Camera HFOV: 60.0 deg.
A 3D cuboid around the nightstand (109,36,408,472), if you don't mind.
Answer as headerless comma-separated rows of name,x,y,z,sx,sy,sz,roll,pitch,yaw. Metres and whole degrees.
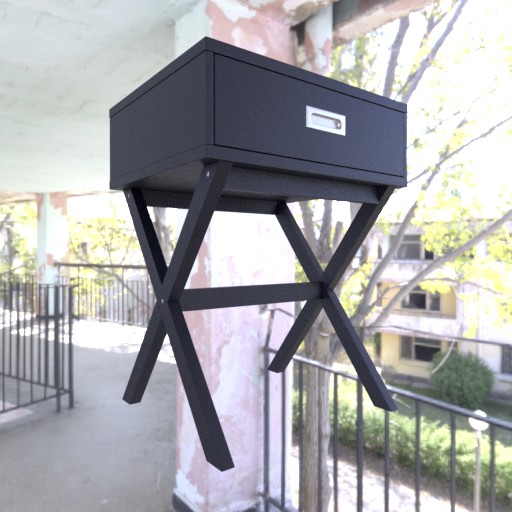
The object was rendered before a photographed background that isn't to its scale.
nightstand,0.000,0.000,0.928,0.479,0.623,0.402,0,1,-37
